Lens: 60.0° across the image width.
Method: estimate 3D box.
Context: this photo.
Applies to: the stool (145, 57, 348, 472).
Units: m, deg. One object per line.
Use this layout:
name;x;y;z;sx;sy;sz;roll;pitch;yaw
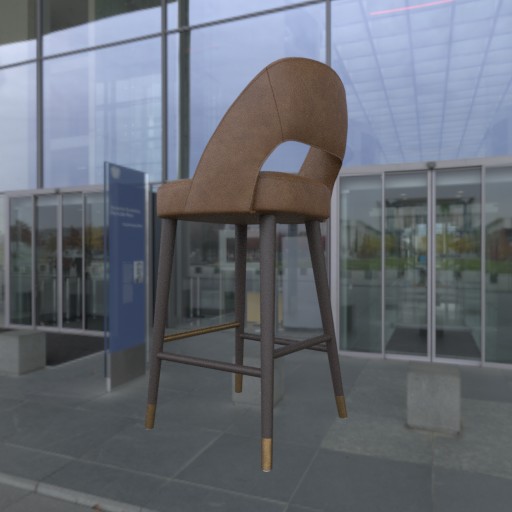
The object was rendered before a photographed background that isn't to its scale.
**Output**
stool;0.000;0.000;1.359;0.509;1.037;0.494;0;0;36
